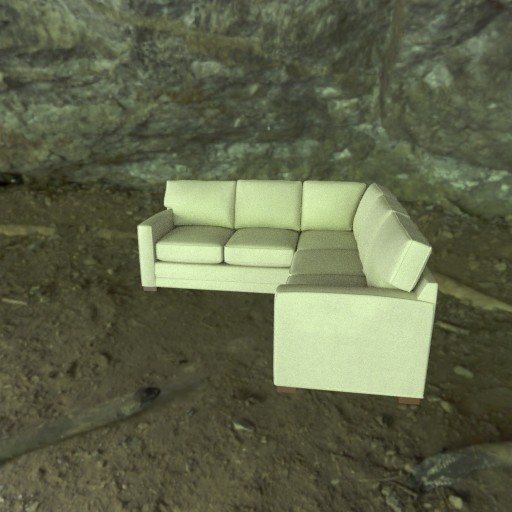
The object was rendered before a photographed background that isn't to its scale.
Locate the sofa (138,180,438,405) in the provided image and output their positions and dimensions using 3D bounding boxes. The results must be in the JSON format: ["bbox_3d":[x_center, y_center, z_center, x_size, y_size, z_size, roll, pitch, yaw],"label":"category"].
[{"bbox_3d":[0.000,0.000,3.444,2.182,0.939,2.189,3,17,9],"label":"sofa"}]
